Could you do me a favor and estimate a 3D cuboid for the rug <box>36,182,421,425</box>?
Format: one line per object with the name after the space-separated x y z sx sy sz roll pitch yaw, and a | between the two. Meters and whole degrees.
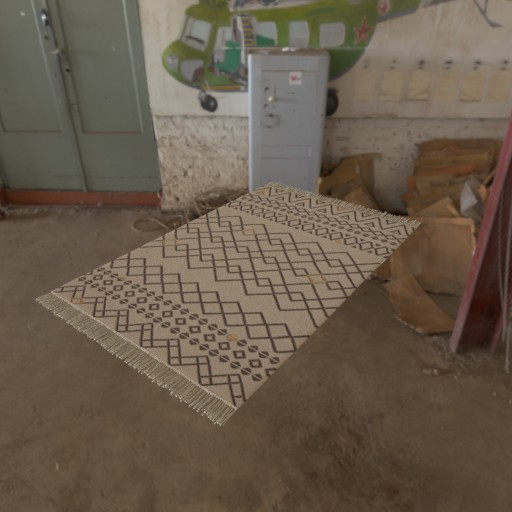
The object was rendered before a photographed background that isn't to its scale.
0.000 0.000 2.553 1.224 0.028 2.023 21 37 32 | rug
